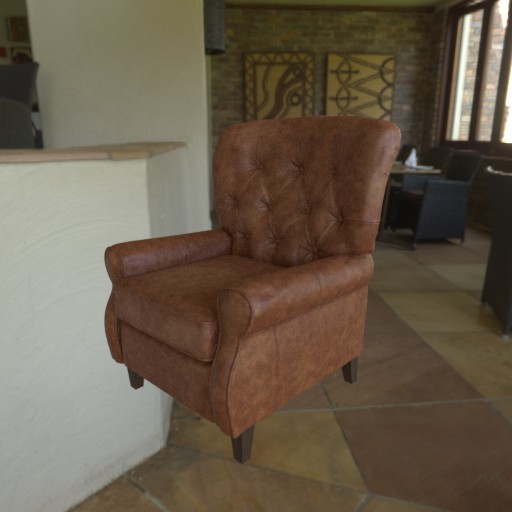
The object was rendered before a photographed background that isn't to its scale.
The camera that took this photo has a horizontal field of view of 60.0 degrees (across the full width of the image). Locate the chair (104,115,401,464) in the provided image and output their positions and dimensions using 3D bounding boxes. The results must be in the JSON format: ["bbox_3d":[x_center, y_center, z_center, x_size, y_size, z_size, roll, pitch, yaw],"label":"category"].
[{"bbox_3d":[0.000,0.000,1.886,0.951,1.164,1.059,14,21,42],"label":"chair"}]
